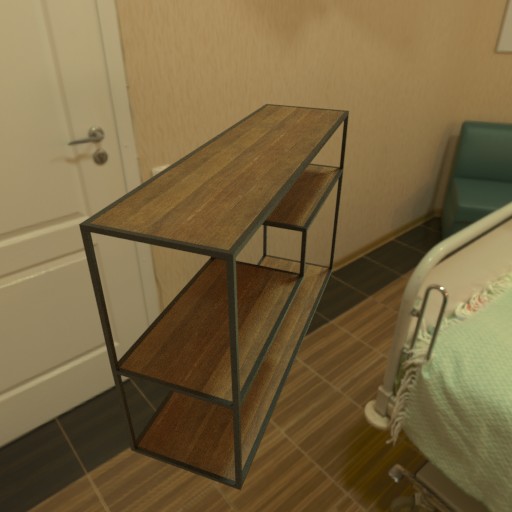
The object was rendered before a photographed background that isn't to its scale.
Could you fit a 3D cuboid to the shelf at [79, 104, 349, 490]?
[{"bbox_3d":[0.000,0.000,1.564,0.361,0.765,1.201,11,33,17],"label":"shelf"}]
